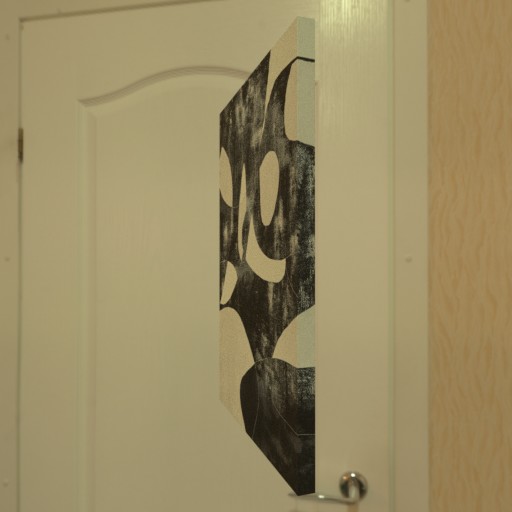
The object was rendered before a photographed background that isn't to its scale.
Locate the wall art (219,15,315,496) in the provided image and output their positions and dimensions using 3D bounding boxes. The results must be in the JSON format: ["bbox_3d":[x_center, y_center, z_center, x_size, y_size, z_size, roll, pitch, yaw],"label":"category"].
[{"bbox_3d":[0.000,0.000,1.137,0.041,0.915,0.610,0,0,-19],"label":"wall art"}]
